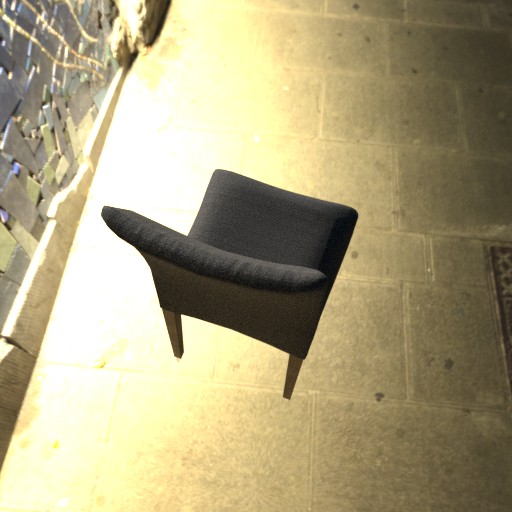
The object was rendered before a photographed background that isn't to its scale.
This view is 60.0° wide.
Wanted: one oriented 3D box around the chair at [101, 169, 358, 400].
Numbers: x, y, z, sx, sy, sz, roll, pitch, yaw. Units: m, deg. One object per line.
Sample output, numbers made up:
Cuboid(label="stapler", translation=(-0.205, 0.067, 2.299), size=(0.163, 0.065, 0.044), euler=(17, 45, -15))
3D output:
Cuboid(label="chair", translation=(0.000, 0.000, 1.283), size=(0.496, 0.940, 0.585), euler=(18, 64, 9))
